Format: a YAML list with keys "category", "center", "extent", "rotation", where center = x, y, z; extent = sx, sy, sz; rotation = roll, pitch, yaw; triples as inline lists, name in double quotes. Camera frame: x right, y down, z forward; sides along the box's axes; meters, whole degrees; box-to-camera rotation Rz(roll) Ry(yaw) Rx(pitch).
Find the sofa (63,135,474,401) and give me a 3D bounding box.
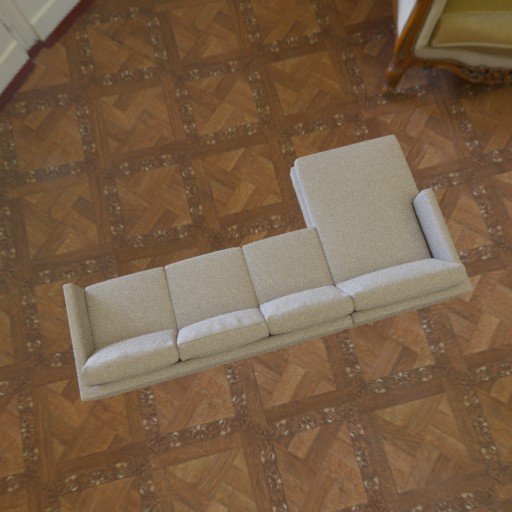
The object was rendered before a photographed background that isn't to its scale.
- category: "sofa"
  center: [0.000, 0.000, 3.872]
  extent: [3.186, 0.846, 1.625]
  rotation: [-15, 76, -4]
